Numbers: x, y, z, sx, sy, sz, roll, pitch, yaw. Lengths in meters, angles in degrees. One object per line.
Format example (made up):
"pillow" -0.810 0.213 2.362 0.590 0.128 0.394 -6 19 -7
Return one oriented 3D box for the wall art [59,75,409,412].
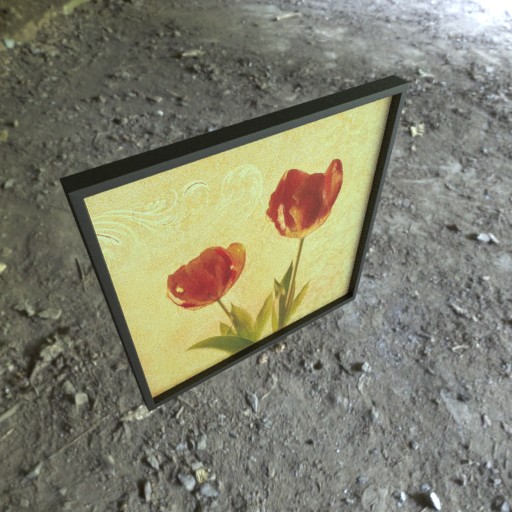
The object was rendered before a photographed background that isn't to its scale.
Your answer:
"wall art" 0.000 0.000 0.523 0.349 0.349 0.038 -24 50 -22
